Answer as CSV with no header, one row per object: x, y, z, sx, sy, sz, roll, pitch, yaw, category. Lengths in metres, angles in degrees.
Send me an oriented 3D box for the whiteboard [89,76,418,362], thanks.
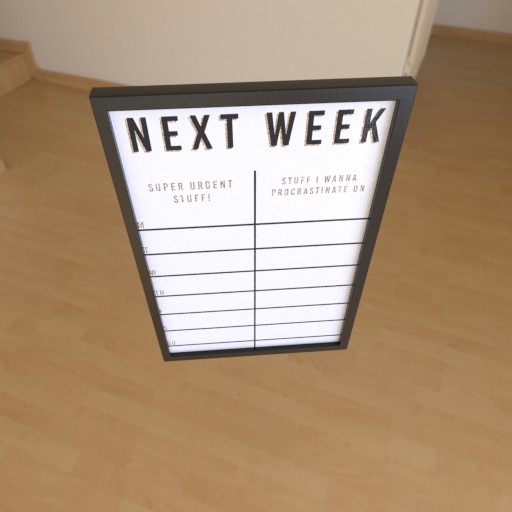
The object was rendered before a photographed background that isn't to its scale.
0.000,0.000,0.772,0.406,0.611,0.026,-3,46,-3,whiteboard
